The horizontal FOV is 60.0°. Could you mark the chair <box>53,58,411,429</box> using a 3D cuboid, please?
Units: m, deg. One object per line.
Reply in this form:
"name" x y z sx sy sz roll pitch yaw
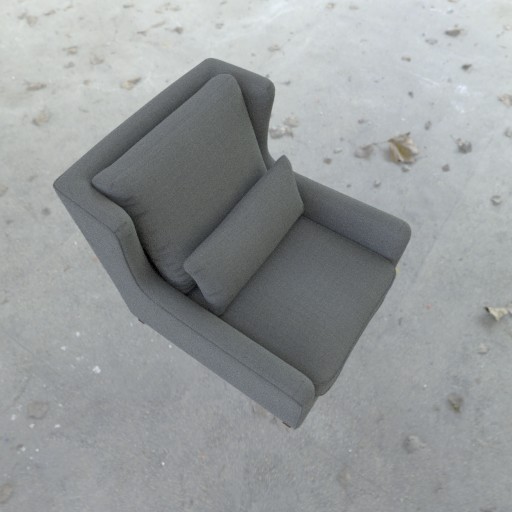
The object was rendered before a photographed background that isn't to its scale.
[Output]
"chair" 0.000 0.000 1.825 1.040 1.056 0.866 30 62 18
